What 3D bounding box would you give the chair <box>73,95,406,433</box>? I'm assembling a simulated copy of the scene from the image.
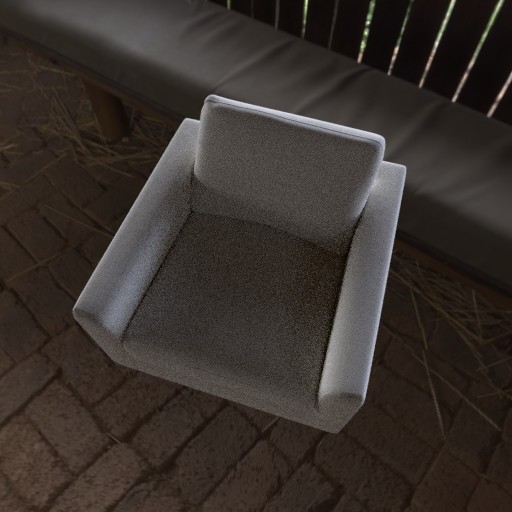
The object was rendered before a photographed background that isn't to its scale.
[{"bbox_3d":[0.000,0.000,1.912,1.070,0.876,1.100,15,59,9],"label":"chair"}]
